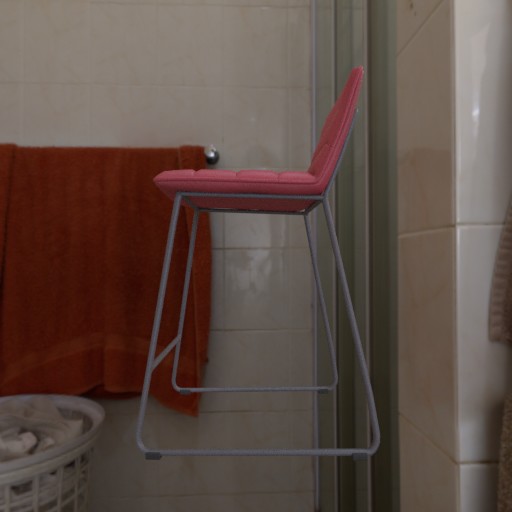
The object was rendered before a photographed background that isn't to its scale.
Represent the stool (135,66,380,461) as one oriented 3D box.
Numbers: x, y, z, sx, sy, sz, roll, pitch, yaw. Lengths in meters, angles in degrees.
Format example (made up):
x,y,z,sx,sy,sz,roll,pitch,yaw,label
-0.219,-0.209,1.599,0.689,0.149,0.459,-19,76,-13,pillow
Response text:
x,y,z,sx,sy,sz,roll,pitch,yaw,label
0.000,0.000,1.175,0.524,0.866,0.489,0,0,-1,stool
